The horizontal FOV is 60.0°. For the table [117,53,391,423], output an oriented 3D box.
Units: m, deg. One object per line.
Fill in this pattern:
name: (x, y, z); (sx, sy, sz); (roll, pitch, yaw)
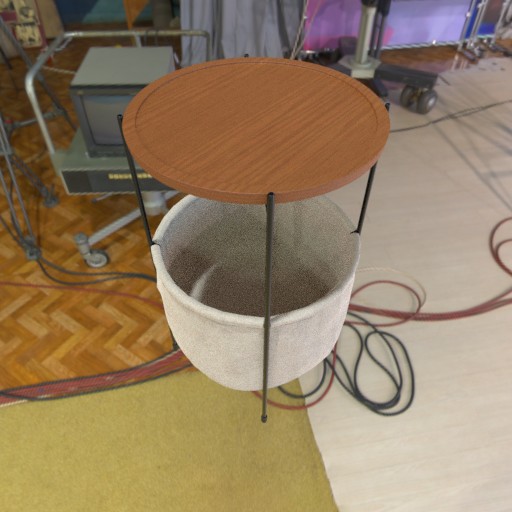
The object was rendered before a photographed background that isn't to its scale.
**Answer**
table: (0.000, 0.000, 0.875); (0.393, 0.623, 0.393); (31, 54, 26)
